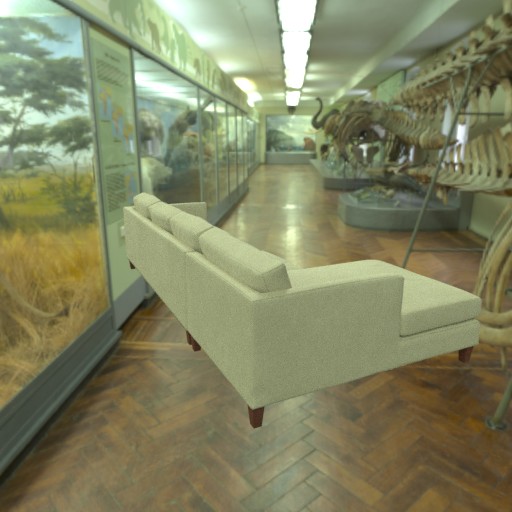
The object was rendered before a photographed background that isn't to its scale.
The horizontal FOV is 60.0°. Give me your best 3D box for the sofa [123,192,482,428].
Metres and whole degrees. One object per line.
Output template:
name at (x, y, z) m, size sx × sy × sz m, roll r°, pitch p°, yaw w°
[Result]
sofa at (0.000, 0.000, 3.782) m, size 1.625 × 0.846 × 3.186 m, roll -7°, pitch 17°, yaw -25°
